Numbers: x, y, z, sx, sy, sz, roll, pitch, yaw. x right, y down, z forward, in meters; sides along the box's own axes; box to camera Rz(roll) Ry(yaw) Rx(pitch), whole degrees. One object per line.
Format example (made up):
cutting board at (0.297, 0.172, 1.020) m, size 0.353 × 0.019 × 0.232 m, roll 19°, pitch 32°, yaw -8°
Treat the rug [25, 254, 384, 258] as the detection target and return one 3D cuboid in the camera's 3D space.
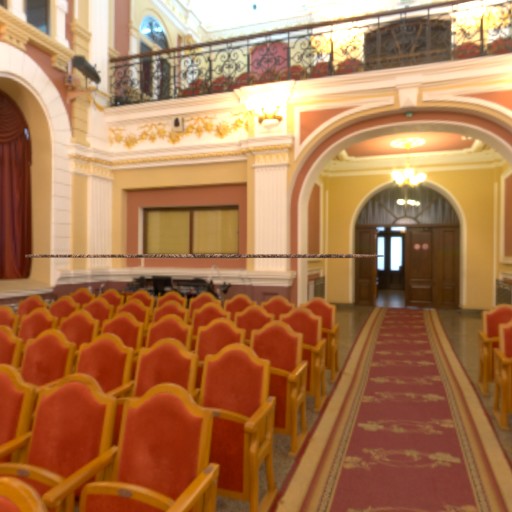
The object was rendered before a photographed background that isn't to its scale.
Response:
rug at (0.000, 0.000, 2.292) m, size 1.189 × 0.011 × 1.808 m, roll 0°, pitch 0°, yaw 19°
